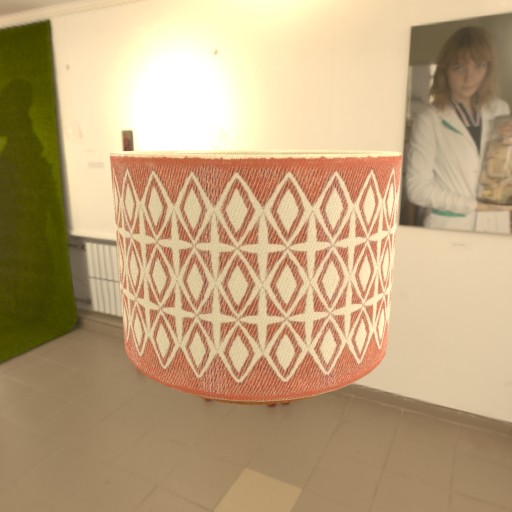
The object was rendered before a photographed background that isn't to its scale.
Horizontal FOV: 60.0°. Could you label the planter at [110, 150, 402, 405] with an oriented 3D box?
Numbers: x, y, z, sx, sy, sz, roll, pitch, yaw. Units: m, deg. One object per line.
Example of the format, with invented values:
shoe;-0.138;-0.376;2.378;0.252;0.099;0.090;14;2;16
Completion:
planter;0.000;0.000;0.323;0.192;0.148;0.192;0;14;0
